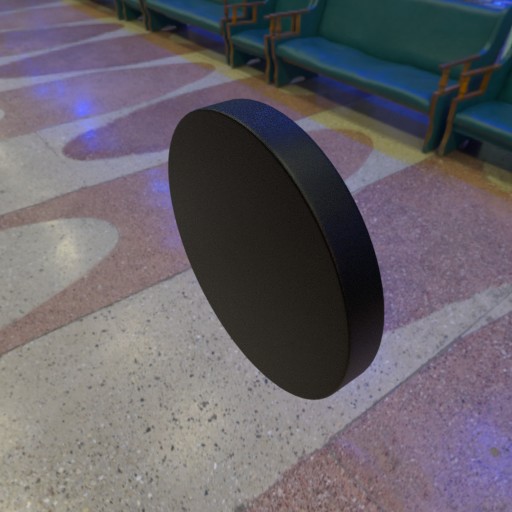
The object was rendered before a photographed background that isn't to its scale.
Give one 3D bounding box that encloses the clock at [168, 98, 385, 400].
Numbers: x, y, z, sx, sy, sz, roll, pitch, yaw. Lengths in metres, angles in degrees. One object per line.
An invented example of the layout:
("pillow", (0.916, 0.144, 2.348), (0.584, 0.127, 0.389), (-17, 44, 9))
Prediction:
("clock", (0.000, 0.000, 0.468), (0.040, 0.314, 0.314), (-26, 48, -26))
